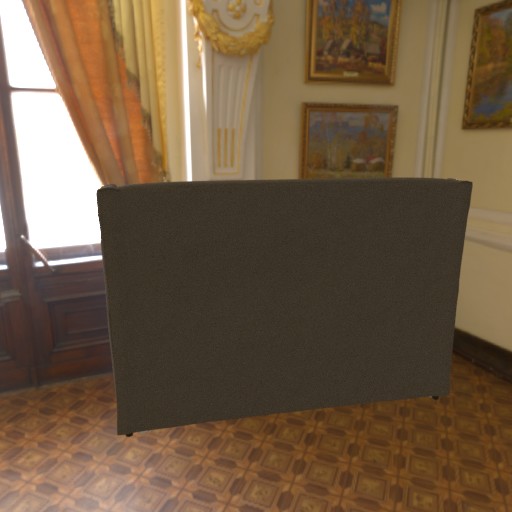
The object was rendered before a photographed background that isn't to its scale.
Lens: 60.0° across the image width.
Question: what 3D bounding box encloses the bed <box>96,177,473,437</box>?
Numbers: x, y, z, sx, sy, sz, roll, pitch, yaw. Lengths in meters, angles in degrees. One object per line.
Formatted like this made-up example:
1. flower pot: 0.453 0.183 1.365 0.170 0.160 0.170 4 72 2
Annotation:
1. bed: 0.000 0.000 3.380 1.925 1.332 2.276 -3 15 -11
